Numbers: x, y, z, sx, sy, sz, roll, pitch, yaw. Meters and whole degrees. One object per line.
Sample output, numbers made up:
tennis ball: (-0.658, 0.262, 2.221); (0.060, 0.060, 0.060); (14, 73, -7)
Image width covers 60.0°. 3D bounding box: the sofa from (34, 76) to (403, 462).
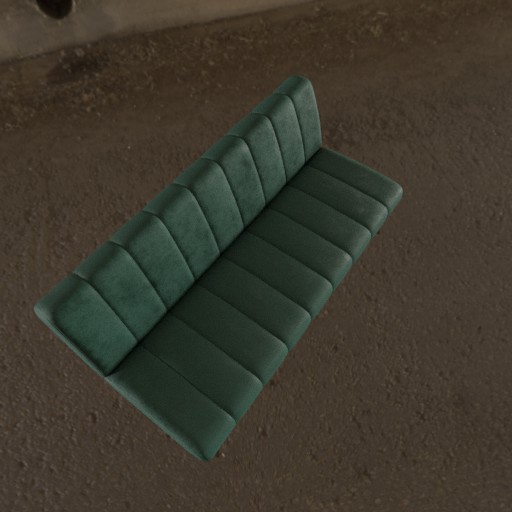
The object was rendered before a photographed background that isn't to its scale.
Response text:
sofa: (0.000, 0.000, 2.281); (0.830, 0.820, 1.810); (32, 63, 19)
